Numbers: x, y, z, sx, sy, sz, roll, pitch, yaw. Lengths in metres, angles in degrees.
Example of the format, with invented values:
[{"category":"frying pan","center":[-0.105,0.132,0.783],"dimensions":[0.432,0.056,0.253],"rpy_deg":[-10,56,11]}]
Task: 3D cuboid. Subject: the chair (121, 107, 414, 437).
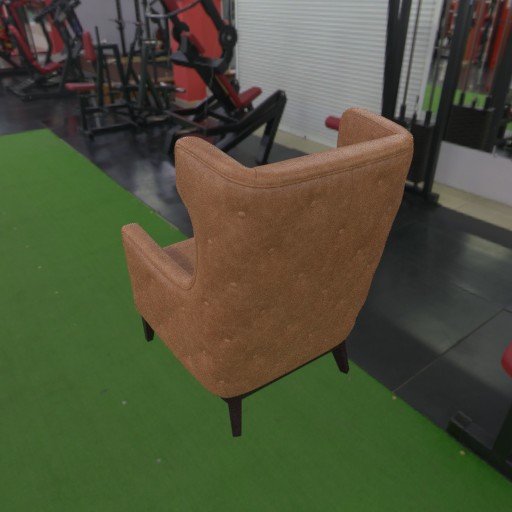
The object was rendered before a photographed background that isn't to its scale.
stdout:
[{"category":"chair","center":[0.000,0.000,1.703],"dimensions":[0.766,1.079,0.899],"rpy_deg":[-19,36,-29]}]
